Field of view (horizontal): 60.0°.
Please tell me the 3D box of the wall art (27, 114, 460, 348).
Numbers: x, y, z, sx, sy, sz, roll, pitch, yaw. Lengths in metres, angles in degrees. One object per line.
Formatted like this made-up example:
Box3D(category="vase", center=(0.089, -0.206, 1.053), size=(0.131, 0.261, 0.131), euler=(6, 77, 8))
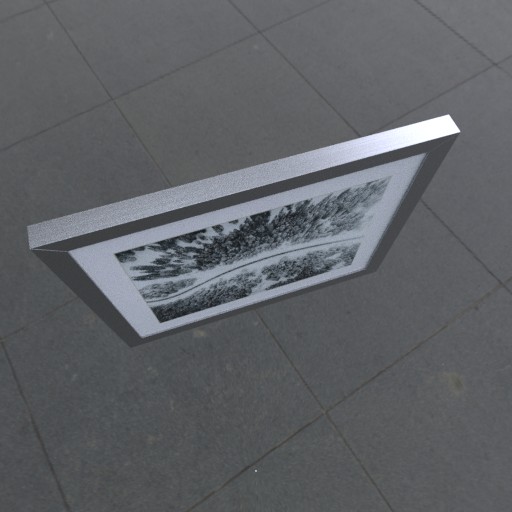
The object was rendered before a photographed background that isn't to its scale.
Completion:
Box3D(category="wall art", center=(0.000, 0.000, 0.758), size=(0.557, 0.456, 0.032), euler=(-16, 65, -8))
